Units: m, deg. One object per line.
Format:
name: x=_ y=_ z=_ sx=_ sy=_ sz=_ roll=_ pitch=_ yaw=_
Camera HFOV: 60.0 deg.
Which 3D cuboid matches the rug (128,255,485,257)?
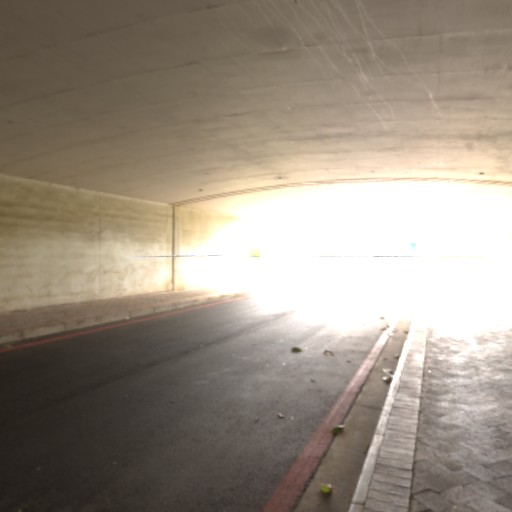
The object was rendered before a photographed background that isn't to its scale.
rug: x=0.000 y=0.000 z=2.666 sx=0.741 sy=0.014 sz=2.390 roll=0 pitch=0 yaw=-36
